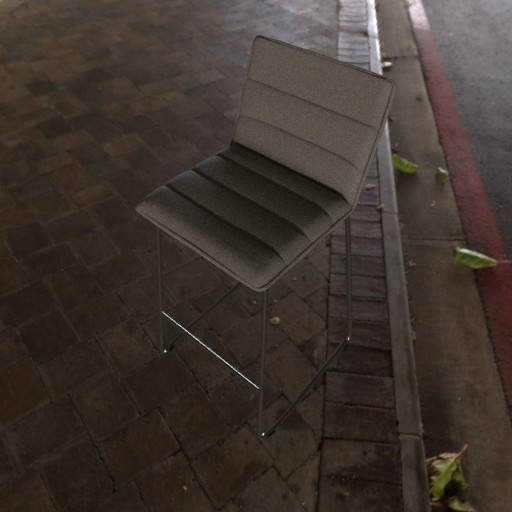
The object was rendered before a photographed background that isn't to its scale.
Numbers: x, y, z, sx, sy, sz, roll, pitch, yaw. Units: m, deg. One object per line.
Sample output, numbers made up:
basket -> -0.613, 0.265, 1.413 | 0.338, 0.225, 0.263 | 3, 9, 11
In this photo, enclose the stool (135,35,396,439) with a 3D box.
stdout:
stool -> 0.000, 0.000, 1.223 | 0.490, 0.960, 0.490 | 32, 55, 26
